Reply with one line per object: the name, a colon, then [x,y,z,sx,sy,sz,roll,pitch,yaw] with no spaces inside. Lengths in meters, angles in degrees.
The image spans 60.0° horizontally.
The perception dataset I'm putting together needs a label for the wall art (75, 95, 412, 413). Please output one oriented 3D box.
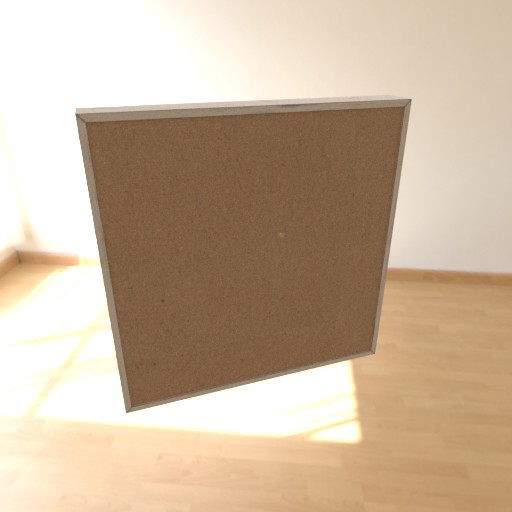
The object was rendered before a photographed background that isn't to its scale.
wall art: [0.000,0.000,0.464,0.305,0.305,0.038,-9,27,-17]
